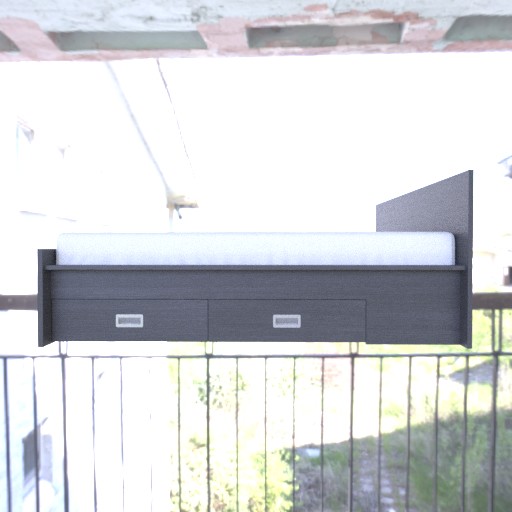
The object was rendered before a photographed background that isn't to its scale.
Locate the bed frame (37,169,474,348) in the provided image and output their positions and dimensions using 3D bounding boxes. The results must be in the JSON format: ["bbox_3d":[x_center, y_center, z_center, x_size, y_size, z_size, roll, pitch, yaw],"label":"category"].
[{"bbox_3d":[0.000,0.000,2.803,1.960,0.800,1.622,0,1,1],"label":"bed frame"}]
